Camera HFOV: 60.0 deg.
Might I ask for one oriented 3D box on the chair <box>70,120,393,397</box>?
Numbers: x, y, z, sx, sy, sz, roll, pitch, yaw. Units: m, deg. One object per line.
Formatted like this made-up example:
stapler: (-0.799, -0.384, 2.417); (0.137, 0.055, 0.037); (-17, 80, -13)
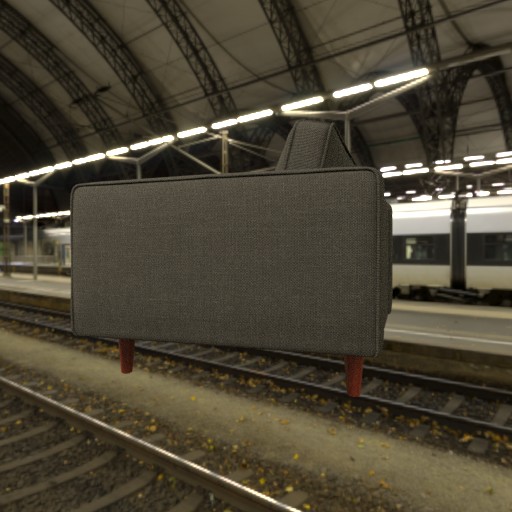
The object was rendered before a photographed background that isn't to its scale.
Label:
chair: (0.000, 0.000, 1.593); (0.919, 0.770, 0.899); (0, 0, 19)
